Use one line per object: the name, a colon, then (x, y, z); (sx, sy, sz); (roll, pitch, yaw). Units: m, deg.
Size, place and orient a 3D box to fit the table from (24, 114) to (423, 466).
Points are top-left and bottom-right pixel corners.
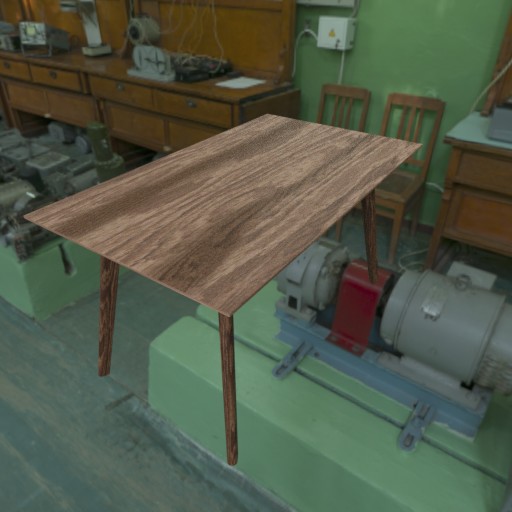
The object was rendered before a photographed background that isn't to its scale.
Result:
table: (0.000, 0.000, 1.830); (0.801, 0.724, 1.349); (21, 39, 29)
